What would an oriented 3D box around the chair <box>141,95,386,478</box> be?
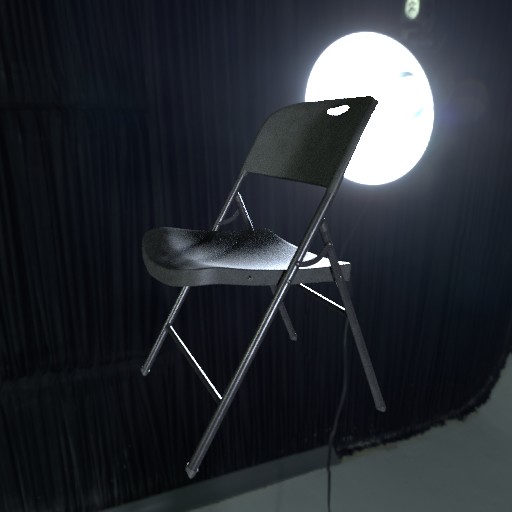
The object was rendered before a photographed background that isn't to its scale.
[{"bbox_3d":[0.000,0.000,1.177,0.566,0.810,0.494,-8,18,-25],"label":"chair"}]
